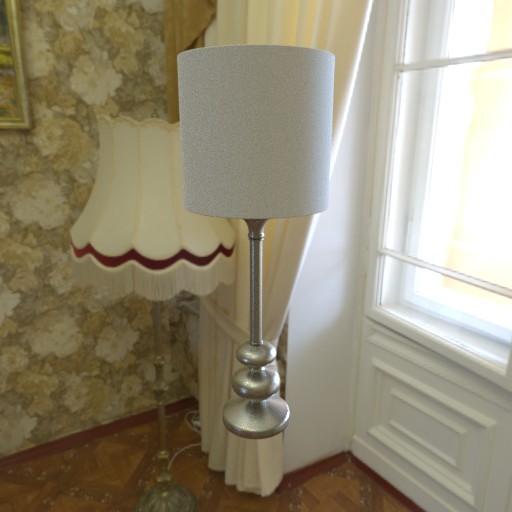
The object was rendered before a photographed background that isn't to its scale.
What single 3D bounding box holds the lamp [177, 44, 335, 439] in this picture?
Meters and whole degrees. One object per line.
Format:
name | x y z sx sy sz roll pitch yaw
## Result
lamp | 0.000 0.000 0.811 0.254 0.690 0.254 3 16 10
